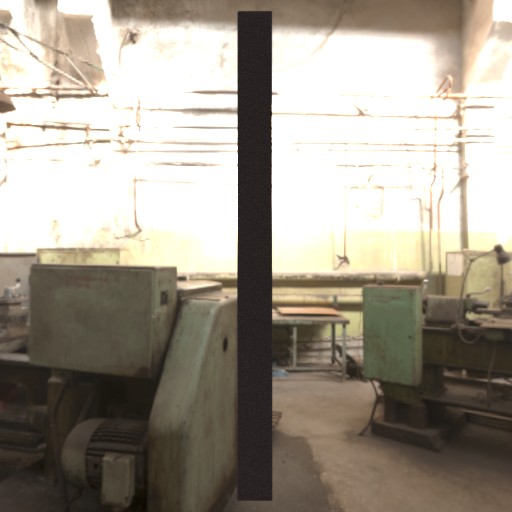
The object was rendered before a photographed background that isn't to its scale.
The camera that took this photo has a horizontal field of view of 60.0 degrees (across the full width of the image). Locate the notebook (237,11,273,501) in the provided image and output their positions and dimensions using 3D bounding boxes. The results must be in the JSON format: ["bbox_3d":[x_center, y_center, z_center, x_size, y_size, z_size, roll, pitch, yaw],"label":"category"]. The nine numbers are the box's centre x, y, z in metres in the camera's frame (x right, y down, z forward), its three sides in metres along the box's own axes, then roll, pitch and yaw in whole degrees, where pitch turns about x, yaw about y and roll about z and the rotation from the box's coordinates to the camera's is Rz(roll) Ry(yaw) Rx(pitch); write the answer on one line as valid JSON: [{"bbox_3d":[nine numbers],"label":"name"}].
[{"bbox_3d":[0.000,0.000,0.255,0.016,0.213,0.127,0,-1,0],"label":"notebook"}]
